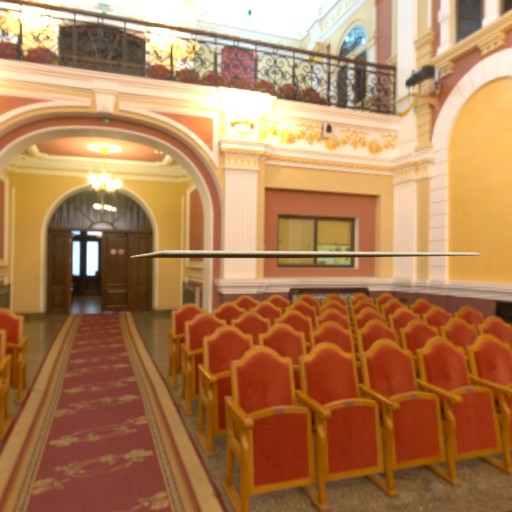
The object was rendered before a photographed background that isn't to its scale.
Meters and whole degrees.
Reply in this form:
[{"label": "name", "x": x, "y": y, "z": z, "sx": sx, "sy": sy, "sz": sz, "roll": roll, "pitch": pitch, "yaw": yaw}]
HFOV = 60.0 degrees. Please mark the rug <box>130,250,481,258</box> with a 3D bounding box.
[{"label": "rug", "x": 0.000, "y": 0.000, "z": 2.394, "sx": 1.219, "sy": 0.012, "sz": 1.840, "roll": 0, "pitch": -1, "yaw": -19}]
